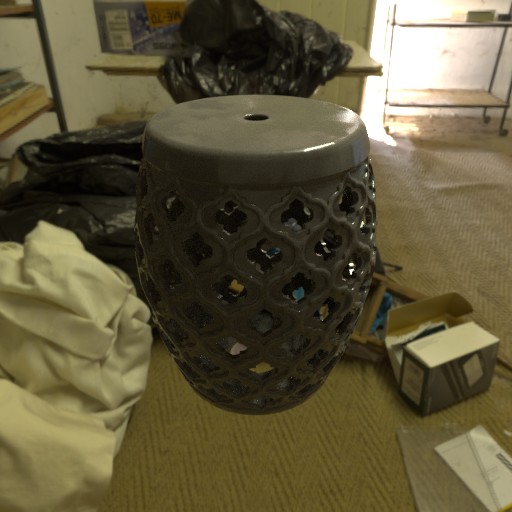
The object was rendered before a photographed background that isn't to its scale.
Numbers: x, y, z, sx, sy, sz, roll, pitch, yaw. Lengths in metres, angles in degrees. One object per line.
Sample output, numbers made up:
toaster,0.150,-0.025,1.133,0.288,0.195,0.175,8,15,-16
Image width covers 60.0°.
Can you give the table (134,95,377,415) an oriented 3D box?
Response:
table,0.000,0.000,0.629,0.325,0.388,0.325,0,32,0
